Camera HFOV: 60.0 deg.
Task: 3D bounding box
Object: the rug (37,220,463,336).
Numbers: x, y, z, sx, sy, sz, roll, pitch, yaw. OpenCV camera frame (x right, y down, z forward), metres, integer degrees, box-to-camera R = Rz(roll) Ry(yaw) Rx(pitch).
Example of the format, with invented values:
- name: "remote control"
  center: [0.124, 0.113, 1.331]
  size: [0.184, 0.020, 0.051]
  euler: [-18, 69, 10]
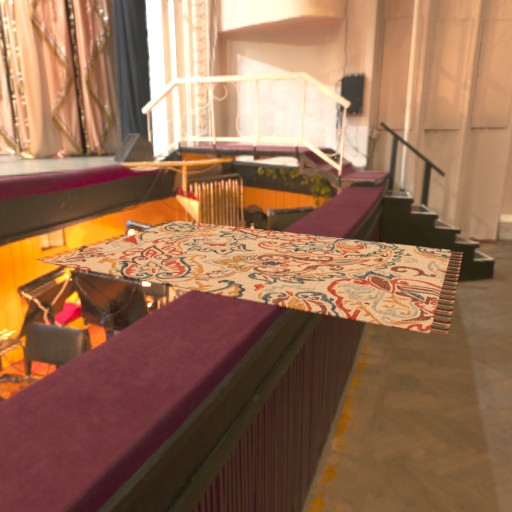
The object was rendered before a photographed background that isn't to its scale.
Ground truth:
- name: "rug"
  center: [0.000, 0.000, 3.097]
  size: [2.584, 0.010, 1.523]
  euler: [8, 18, 25]
